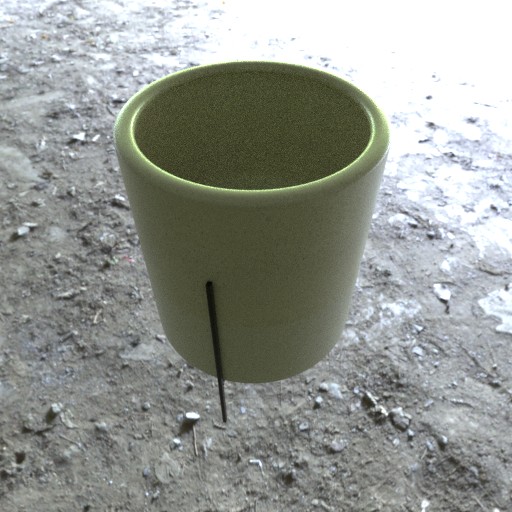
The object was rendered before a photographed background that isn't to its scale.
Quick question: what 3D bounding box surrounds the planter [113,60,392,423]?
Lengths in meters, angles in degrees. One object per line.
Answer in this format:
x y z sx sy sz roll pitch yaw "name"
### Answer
0.000 0.000 0.697 0.333 0.483 0.324 -9 47 -9 "planter"
